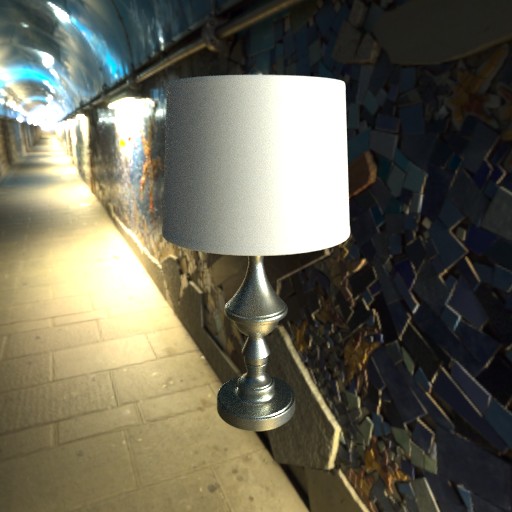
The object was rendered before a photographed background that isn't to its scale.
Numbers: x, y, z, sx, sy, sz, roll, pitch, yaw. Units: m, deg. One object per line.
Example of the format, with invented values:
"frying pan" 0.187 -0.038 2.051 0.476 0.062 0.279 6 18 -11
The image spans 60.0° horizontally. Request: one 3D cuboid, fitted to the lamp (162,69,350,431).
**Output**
"lamp" 0.000 0.000 0.938 0.383 0.733 0.383 0 16 0
